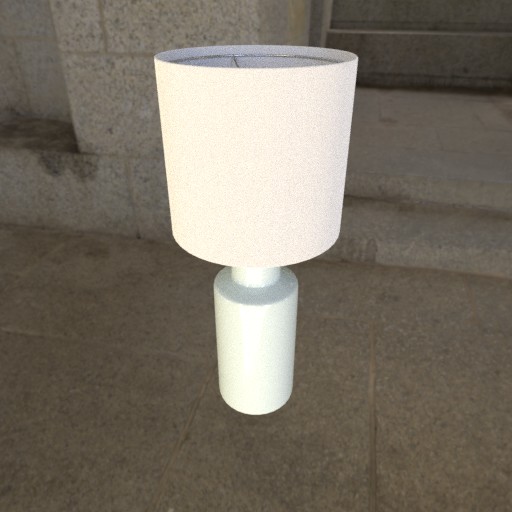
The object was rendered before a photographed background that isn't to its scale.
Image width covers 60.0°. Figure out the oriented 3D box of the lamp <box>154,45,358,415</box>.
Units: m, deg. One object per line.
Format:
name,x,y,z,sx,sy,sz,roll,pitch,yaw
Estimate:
lamp,0.000,0.000,0.592,0.212,0.493,0.212,-8,31,-14
